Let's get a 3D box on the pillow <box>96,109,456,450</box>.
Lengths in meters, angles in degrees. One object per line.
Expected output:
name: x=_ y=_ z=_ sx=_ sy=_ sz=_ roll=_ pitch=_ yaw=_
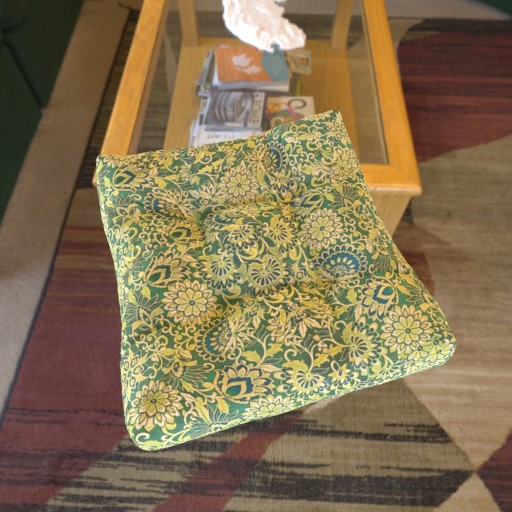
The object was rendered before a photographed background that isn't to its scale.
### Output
pillow: x=0.000 y=0.000 z=0.720 sx=0.468 sy=0.128 sz=0.490 roll=-13 pitch=60 yaw=-8
